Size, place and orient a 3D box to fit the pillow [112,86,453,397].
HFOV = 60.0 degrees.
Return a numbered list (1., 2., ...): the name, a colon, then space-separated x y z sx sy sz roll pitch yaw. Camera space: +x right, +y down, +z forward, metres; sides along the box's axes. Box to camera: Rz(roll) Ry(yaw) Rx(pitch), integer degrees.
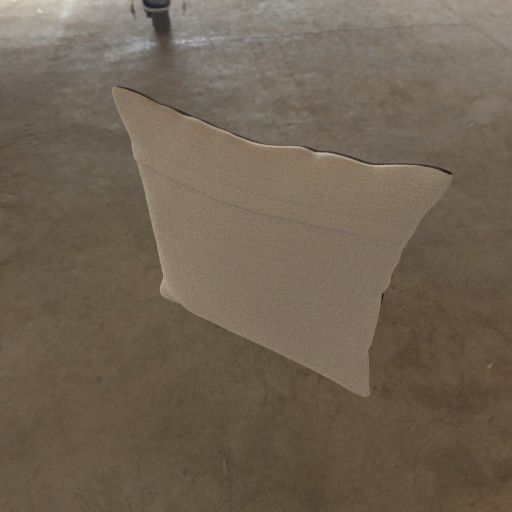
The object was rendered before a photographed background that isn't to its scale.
1. pillow: 0.000 0.000 0.714 0.475 0.473 0.178 22 50 20
